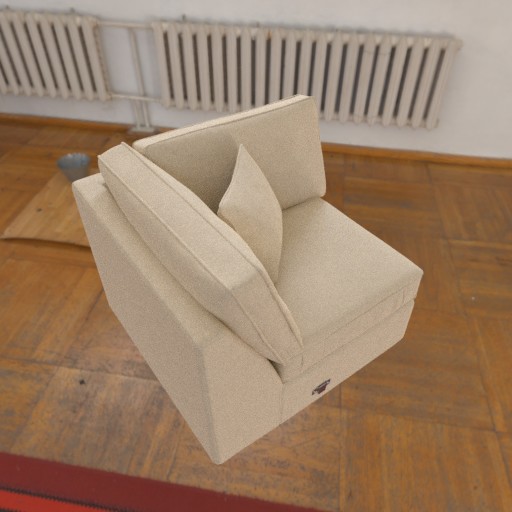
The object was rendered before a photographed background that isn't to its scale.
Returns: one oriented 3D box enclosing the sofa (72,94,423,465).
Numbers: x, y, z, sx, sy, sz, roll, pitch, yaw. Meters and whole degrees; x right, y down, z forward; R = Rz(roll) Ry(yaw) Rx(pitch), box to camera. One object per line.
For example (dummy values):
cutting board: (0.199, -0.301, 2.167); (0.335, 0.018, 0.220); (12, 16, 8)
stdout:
sofa: (0.000, 0.000, 1.982); (1.146, 1.002, 1.084); (-26, 47, -26)
